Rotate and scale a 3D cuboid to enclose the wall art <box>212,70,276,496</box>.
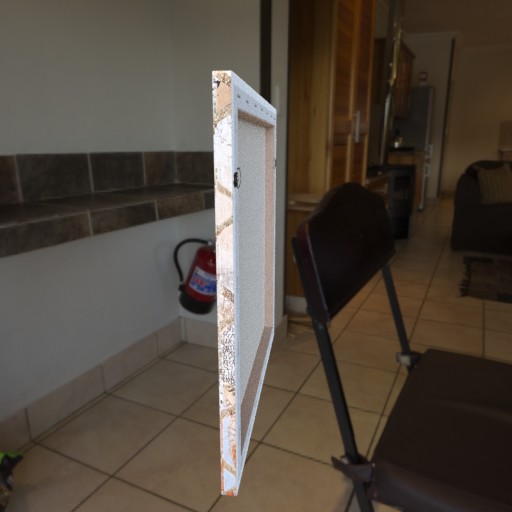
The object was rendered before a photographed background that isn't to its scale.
[{"bbox_3d":[0.000,0.000,1.343,0.039,0.914,0.912,2,14,7],"label":"wall art"}]
